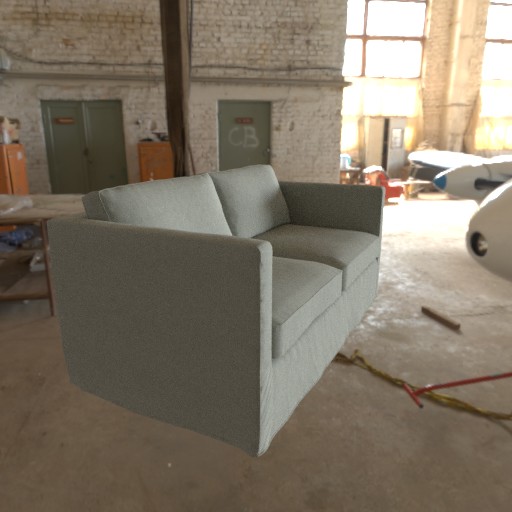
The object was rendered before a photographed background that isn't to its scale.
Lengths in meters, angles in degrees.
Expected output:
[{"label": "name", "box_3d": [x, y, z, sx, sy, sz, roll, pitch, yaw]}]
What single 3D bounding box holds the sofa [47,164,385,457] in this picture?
[{"label": "sofa", "box_3d": [0.000, 0.000, 2.270, 0.944, 0.830, 1.727, 8, 17, 27]}]
